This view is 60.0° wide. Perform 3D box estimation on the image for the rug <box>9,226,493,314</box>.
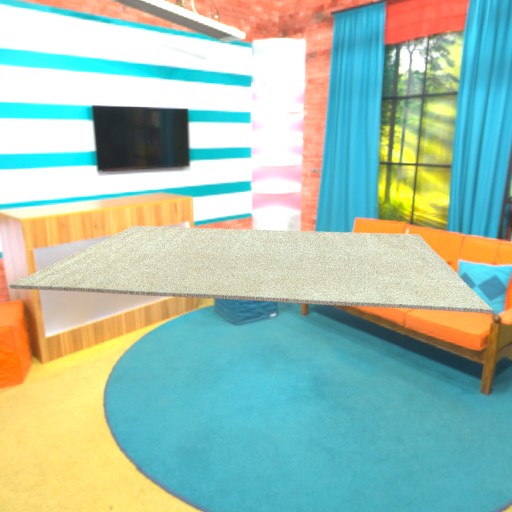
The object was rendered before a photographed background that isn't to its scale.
[{"bbox_3d":[0.000,0.000,3.302,2.699,0.025,1.800,2,15,8],"label":"rug"}]
